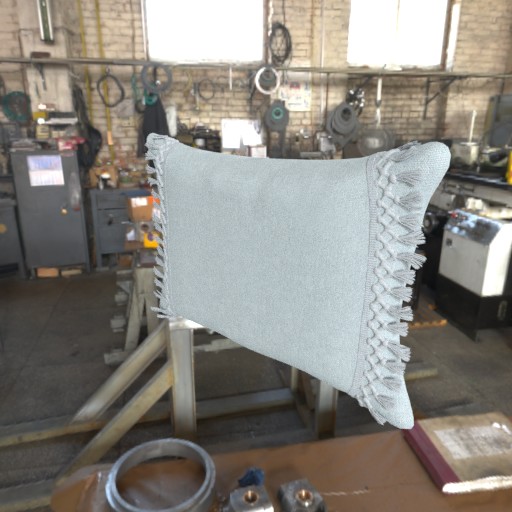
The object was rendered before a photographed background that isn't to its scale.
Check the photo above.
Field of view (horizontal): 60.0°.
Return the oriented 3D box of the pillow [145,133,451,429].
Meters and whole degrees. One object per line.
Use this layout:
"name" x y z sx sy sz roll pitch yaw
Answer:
"pillow" 0.000 0.000 0.579 0.466 0.305 0.084 16 23 42
